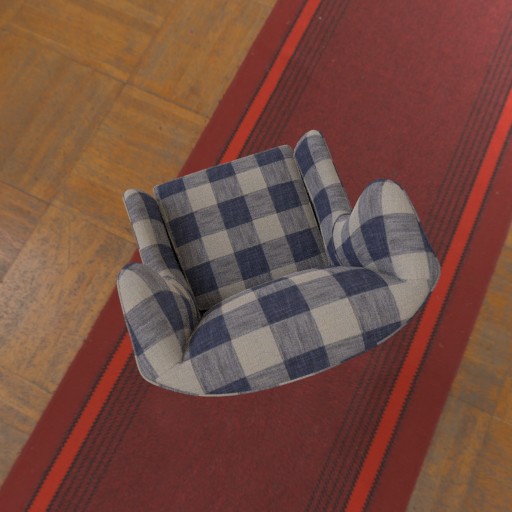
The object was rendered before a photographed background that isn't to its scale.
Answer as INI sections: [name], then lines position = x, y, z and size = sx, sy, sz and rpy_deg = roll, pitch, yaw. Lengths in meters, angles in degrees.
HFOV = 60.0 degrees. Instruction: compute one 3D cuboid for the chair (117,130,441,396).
[chair]
position = 0.000, 0.000, 1.682
size = 0.830, 1.041, 0.889
rpy_deg = -19, 78, -4
